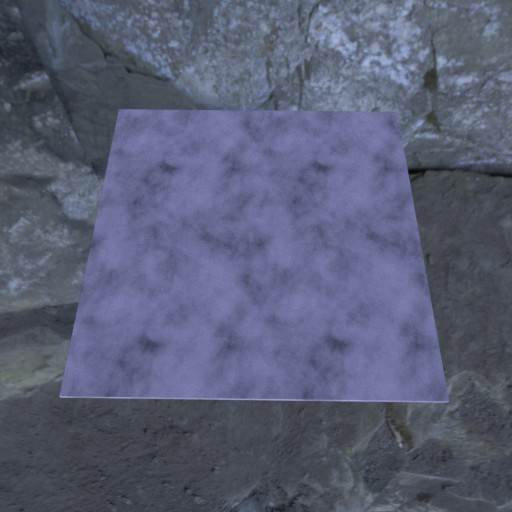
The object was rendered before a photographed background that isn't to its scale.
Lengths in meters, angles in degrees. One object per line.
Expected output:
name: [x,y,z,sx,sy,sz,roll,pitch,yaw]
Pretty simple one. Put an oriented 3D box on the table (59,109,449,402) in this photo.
table: [0.000,0.000,1.349,0.890,0.305,0.890,1,63,0]
